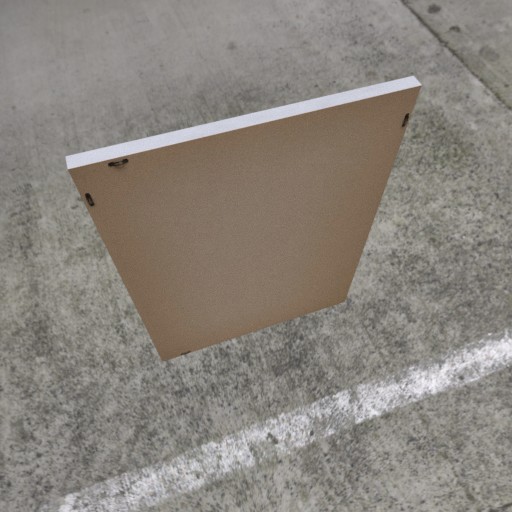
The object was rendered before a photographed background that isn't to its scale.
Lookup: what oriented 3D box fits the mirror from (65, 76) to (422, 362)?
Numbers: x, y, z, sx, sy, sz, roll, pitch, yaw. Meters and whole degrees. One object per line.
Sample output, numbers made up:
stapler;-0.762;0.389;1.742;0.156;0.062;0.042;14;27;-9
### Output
mirror;0.000;0.000;1.333;0.762;1.016;0.041;-16;58;-11
